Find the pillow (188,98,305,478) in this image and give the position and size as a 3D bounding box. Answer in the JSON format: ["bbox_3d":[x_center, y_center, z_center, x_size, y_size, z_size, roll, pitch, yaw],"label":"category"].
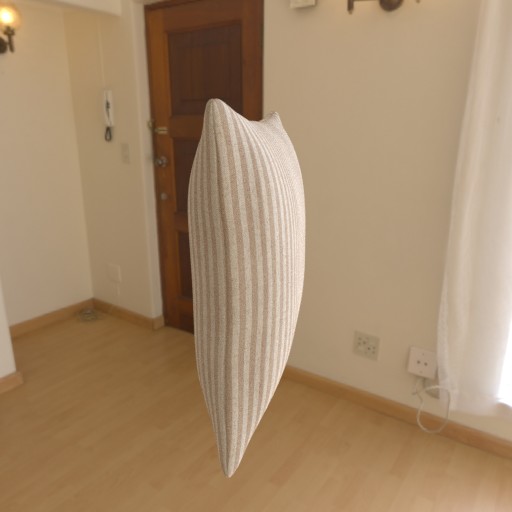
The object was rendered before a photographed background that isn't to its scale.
[{"bbox_3d":[0.000,0.000,0.797,0.166,0.510,0.523,3,17,10],"label":"pillow"}]
